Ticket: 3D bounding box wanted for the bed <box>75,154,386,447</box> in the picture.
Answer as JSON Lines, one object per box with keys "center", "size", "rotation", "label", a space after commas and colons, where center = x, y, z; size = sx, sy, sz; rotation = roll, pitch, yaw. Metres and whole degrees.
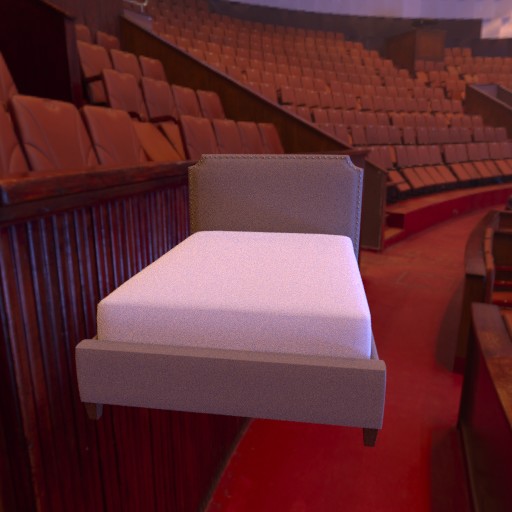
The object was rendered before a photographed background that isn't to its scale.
{"center": [0.000, 0.000, 3.391], "size": [1.713, 1.443, 2.372], "rotation": [2, 15, 8], "label": "bed"}
